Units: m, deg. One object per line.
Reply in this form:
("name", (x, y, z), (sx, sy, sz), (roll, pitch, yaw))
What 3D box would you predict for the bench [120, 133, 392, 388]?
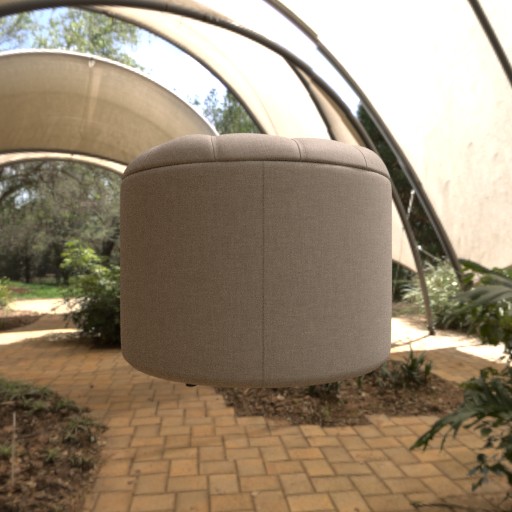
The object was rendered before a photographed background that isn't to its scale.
("bench", (0.000, 0.000, 1.023), (0.600, 0.453, 0.600), (0, 0, 0))
